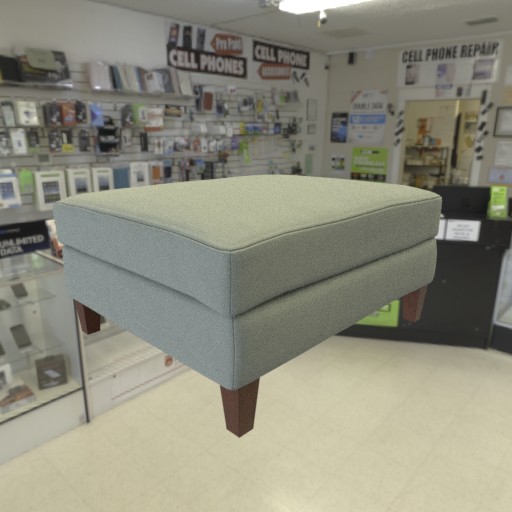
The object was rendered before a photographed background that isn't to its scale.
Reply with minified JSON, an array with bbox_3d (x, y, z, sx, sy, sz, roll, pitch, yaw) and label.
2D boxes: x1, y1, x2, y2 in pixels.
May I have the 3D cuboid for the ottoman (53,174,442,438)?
[{"bbox_3d":[0.000,0.000,1.474,0.842,0.494,0.991,15,22,42],"label":"ottoman"}]
